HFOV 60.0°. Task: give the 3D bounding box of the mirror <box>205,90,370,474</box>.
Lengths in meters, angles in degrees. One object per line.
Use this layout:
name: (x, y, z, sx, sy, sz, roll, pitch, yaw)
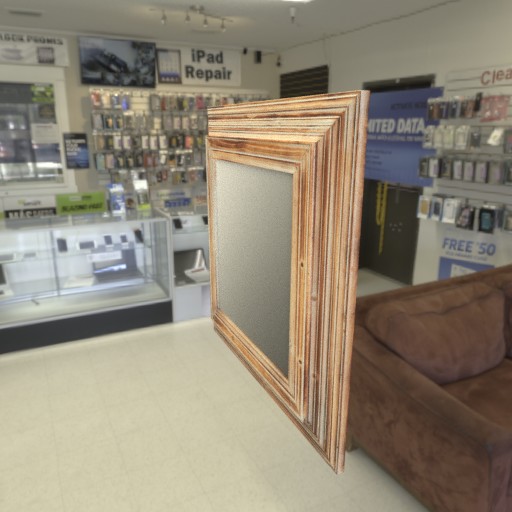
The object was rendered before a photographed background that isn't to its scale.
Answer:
mirror: (0.000, 0.000, 1.219, 0.061, 0.804, 0.804, -8, 18, -24)
